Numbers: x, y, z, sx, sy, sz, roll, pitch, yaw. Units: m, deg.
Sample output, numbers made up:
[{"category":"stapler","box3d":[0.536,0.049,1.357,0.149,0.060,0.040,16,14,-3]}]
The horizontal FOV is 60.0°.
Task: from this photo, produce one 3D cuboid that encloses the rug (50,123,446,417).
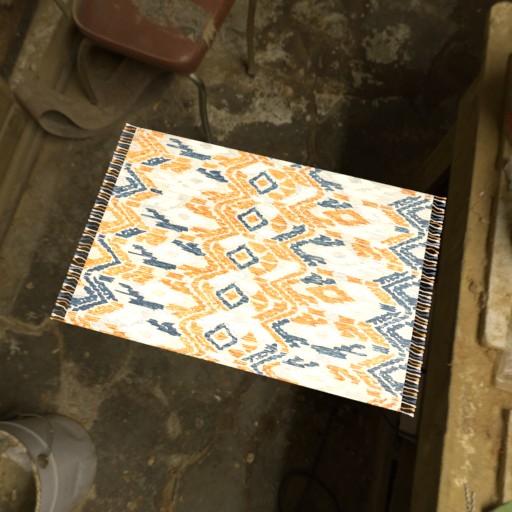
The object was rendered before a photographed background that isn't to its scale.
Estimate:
[{"category":"rug","box3d":[0.000,0.000,3.048,2.428,0.010,1.533,14,74,4]}]
